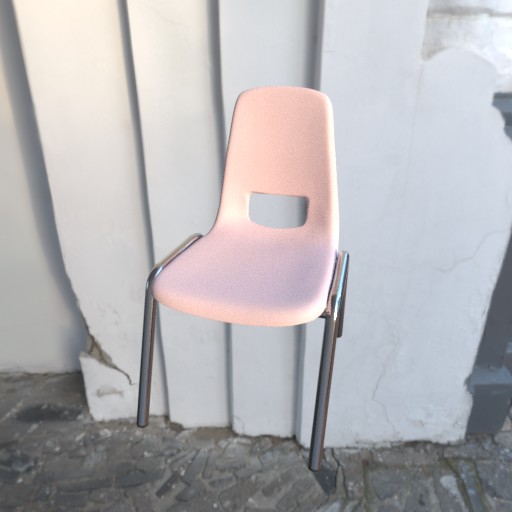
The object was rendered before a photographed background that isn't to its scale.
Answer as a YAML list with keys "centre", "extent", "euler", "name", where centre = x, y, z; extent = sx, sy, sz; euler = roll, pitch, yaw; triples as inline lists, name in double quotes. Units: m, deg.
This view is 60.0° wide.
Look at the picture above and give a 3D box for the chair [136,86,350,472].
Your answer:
- centre: [0.000, 0.000, 0.855]
  extent: [0.354, 0.586, 0.423]
  euler: [7, 26, 15]
  name: "chair"
